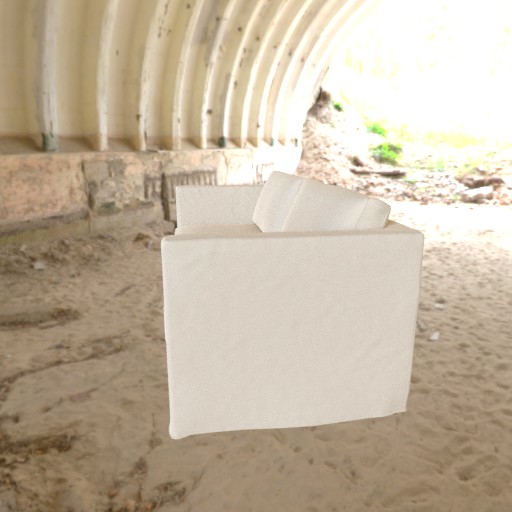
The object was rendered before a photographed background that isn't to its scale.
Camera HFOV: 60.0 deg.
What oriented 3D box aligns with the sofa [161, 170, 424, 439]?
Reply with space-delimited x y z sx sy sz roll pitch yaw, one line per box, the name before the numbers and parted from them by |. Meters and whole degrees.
sofa | 0.000 0.000 2.493 0.940 0.870 1.987 -2 14 -8
